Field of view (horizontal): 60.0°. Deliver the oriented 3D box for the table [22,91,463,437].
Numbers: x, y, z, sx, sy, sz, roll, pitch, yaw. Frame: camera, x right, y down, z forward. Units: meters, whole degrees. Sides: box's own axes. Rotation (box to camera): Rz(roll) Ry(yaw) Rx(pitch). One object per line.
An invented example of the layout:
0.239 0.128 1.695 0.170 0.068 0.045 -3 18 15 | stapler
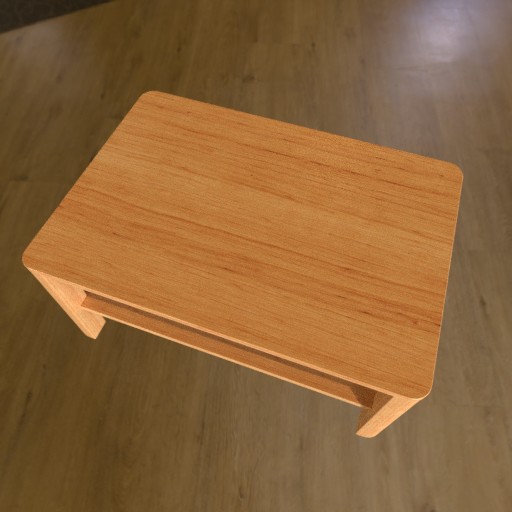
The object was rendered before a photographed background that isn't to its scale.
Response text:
0.000 0.000 1.350 0.997 0.445 0.696 17 60 10 | table
